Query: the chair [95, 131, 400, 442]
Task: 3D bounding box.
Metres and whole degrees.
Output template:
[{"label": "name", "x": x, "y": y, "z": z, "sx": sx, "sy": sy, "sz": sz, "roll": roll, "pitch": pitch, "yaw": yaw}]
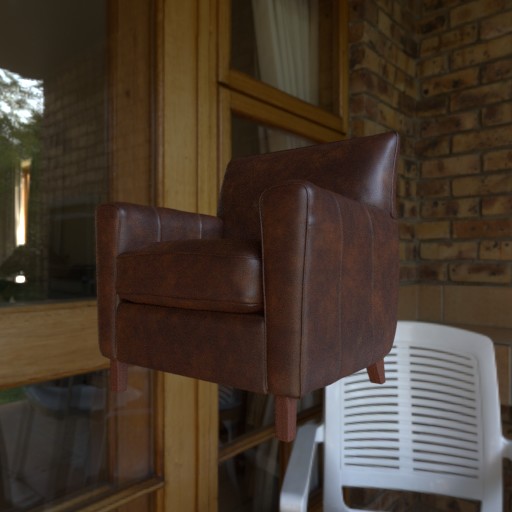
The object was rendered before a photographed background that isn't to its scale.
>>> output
[{"label": "chair", "x": 0.000, "y": 0.000, "z": 1.613, "sx": 0.870, "sy": 0.943, "sz": 0.823, "roll": 0, "pitch": 0, "yaw": 36}]
